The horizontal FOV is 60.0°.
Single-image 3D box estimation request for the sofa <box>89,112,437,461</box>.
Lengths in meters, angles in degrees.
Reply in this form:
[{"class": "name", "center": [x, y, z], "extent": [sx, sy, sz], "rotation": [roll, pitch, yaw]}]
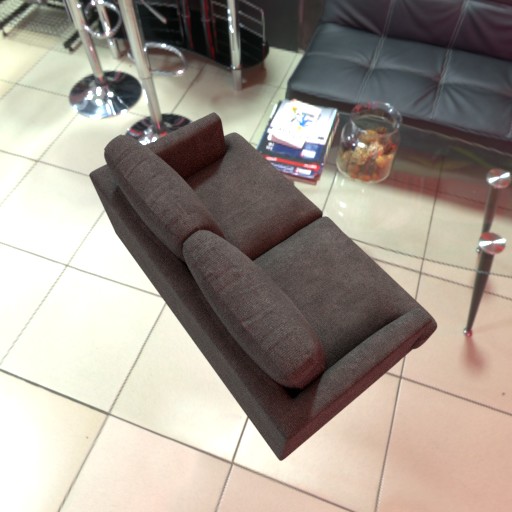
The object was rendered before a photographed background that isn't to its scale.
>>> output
[{"class": "sofa", "center": [0.000, 0.000, 2.167], "extent": [0.903, 0.956, 1.582], "rotation": [-33, 63, -19]}]
